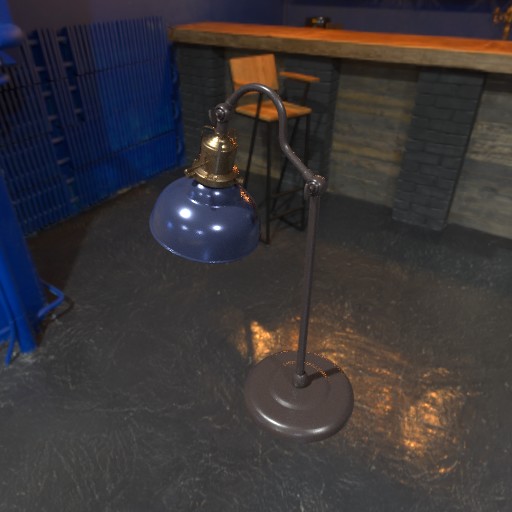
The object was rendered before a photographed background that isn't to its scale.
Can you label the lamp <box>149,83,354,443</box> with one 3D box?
[{"bbox_3d":[0.000,0.000,0.686,0.374,0.508,0.192,21,38,29],"label":"lamp"}]
